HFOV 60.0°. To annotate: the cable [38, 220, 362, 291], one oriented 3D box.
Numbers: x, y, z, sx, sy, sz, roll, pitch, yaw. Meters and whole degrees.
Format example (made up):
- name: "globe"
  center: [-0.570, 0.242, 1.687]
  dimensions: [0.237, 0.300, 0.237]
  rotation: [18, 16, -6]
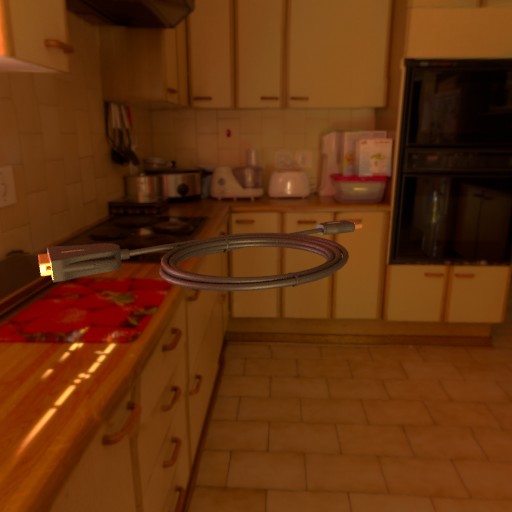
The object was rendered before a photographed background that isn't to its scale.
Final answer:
- name: "cable"
  center: [0.000, 0.000, 0.322]
  dimensions: [0.281, 0.015, 0.136]
  rotation: [-8, 17, -26]
